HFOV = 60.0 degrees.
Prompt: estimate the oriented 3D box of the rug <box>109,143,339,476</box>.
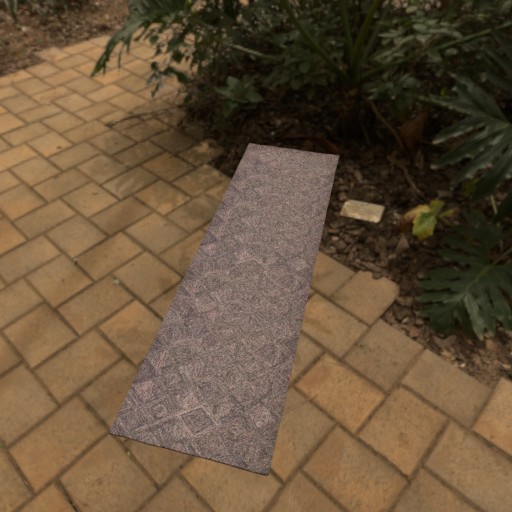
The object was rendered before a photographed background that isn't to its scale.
[{"bbox_3d":[0.000,0.000,2.558,0.691,0.011,2.296,10,47,10],"label":"rug"}]
